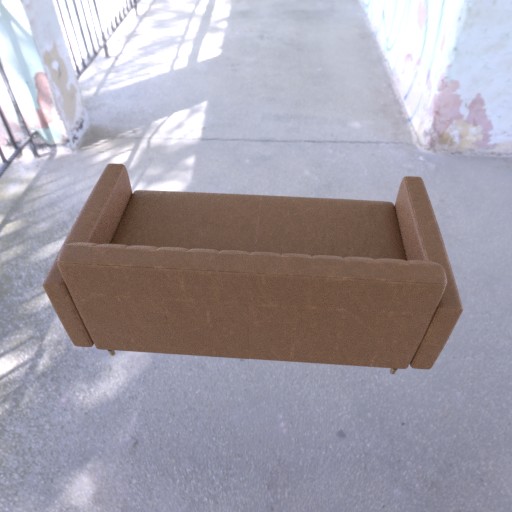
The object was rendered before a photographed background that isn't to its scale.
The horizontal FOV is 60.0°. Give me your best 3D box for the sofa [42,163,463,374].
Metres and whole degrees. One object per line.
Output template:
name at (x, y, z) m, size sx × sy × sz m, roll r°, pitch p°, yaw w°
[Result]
sofa at (0.000, 0.000, 2.405) m, size 1.847 × 0.821 × 0.993 m, roll 3°, pitch 46°, yaw 3°
